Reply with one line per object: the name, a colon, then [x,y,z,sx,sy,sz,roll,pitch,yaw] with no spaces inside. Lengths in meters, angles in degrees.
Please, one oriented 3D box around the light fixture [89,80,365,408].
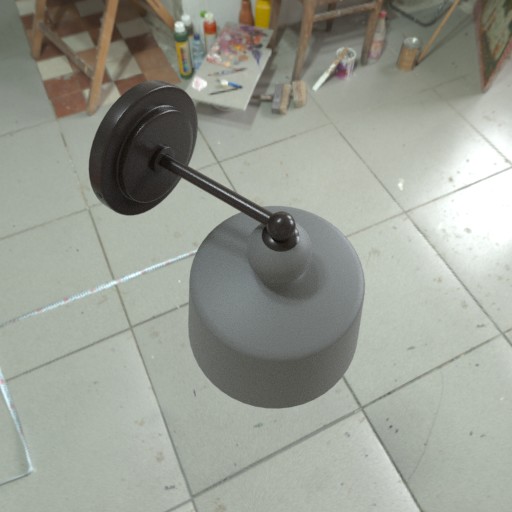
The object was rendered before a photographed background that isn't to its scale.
light fixture: [0.000,0.000,0.431,0.254,0.268,0.204,31,64,17]
